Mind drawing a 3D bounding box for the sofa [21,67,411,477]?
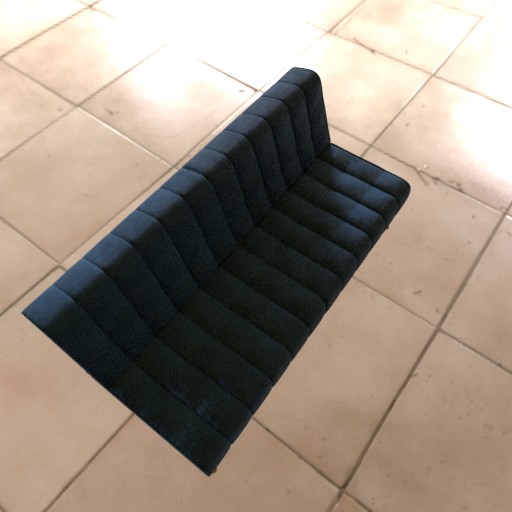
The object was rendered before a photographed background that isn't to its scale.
[{"bbox_3d":[0.000,0.000,2.205,0.855,0.813,1.804,32,64,18],"label":"sofa"}]
